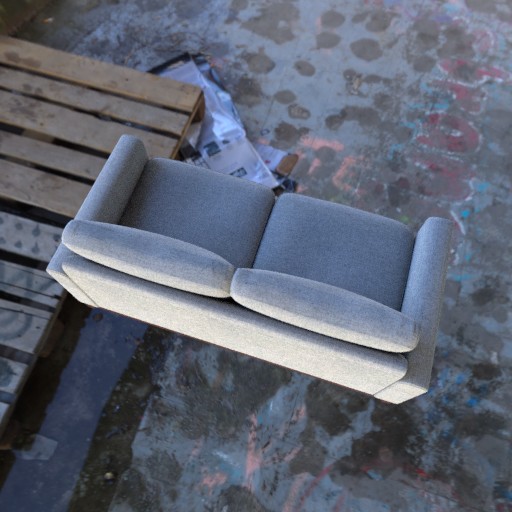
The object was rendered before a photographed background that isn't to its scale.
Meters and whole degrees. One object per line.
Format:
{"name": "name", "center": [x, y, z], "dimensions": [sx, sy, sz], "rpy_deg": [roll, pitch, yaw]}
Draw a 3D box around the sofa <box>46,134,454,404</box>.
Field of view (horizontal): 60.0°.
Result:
{"name": "sofa", "center": [0.000, 0.000, 2.483], "dimensions": [1.978, 0.892, 0.969], "rpy_deg": [16, 66, 7]}
